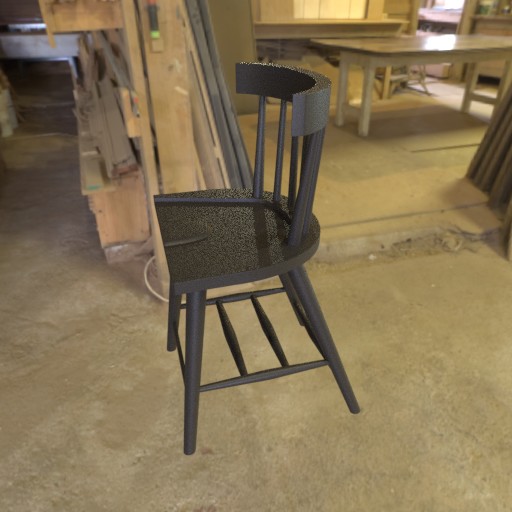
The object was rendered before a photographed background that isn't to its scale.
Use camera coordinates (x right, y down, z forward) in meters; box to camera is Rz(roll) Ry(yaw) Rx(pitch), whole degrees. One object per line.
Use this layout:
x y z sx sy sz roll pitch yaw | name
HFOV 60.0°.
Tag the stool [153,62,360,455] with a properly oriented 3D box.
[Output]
0.000 0.000 1.252 0.549 0.953 0.494 -8 32 -14 | stool
